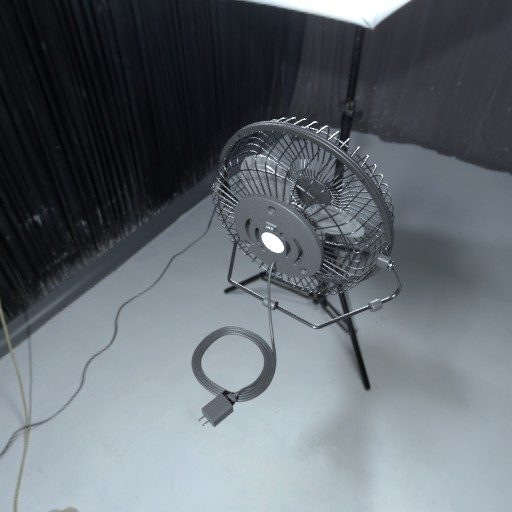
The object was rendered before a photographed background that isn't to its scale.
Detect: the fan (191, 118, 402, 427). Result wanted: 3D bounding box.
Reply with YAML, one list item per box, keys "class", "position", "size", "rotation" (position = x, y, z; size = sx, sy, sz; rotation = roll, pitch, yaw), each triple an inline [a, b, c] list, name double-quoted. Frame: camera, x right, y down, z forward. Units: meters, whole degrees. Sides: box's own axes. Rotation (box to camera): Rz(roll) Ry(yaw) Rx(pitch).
- class: "fan"
  position: [0.000, 0.000, 0.378]
  size: [0.209, 0.188, 0.227]
  rotation: [26, 50, 24]
